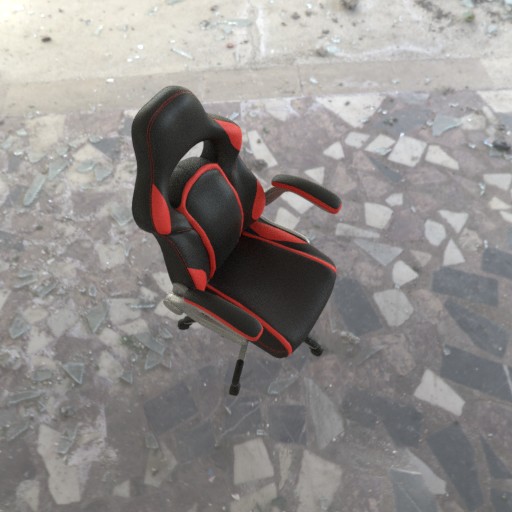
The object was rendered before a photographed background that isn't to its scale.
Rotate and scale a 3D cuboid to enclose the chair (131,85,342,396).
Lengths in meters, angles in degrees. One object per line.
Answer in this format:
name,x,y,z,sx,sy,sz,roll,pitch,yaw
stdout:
chair,0.000,0.000,1.656,0.712,1.165,0.758,27,63,16
